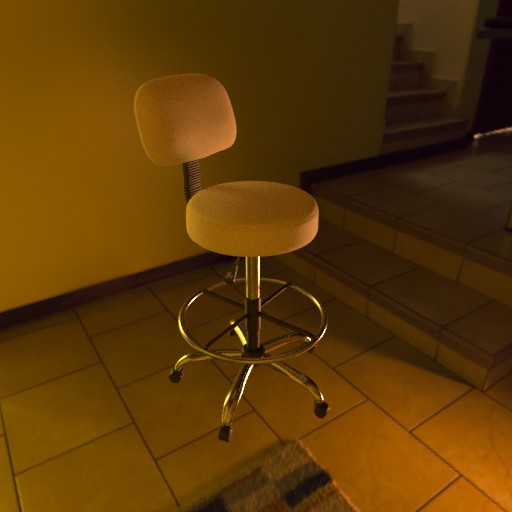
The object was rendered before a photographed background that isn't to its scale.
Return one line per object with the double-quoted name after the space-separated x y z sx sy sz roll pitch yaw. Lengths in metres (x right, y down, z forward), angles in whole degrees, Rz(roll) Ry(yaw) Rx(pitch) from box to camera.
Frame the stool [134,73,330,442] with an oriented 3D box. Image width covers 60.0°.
0.000 0.000 1.458 0.616 1.080 0.609 18 32 32 "stool"
